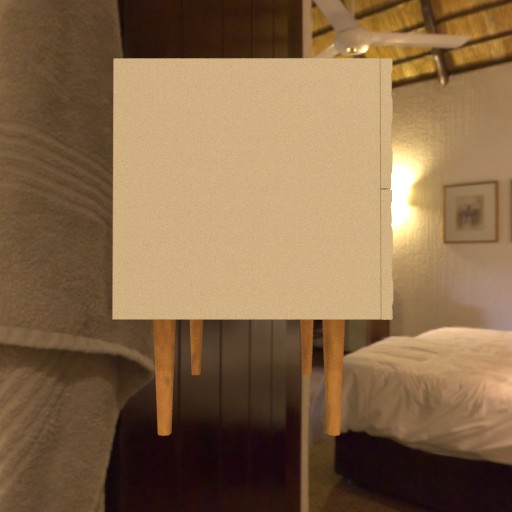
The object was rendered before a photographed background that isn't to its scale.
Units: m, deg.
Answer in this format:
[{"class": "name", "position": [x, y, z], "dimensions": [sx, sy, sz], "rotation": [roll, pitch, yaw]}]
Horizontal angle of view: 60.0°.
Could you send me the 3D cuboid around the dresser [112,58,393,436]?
[{"class": "dresser", "position": [0.000, 0.000, 0.891], "dimensions": [0.414, 0.568, 0.503], "rotation": [0, -1, 0]}]
